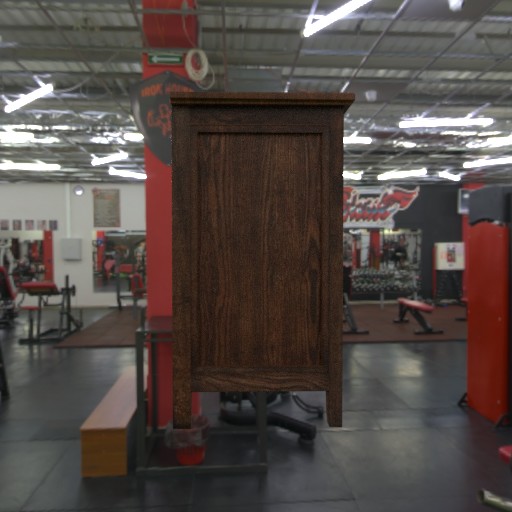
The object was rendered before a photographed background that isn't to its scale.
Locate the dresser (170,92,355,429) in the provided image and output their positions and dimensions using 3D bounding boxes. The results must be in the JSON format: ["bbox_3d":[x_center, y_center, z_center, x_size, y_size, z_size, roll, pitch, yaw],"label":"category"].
[{"bbox_3d":[0.000,0.000,1.885,0.463,0.856,1.551,0,1,-1],"label":"dresser"}]
